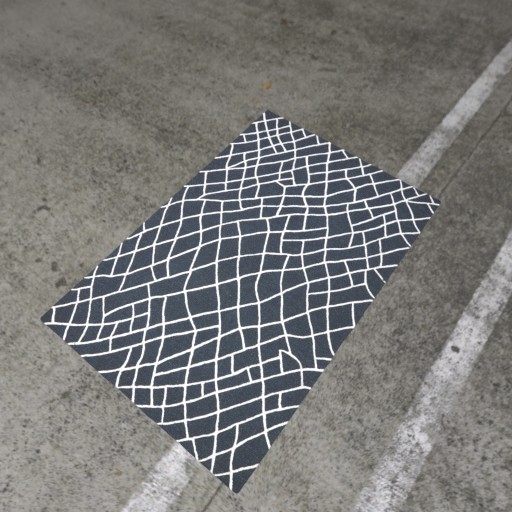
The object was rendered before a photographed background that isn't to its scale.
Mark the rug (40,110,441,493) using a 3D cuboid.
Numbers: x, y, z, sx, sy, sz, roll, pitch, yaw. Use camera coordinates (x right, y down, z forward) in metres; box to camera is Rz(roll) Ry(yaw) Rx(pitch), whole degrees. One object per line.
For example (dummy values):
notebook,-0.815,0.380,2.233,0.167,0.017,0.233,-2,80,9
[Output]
rug,0.000,0.000,2.305,1.223,0.013,1.830,34,65,18
